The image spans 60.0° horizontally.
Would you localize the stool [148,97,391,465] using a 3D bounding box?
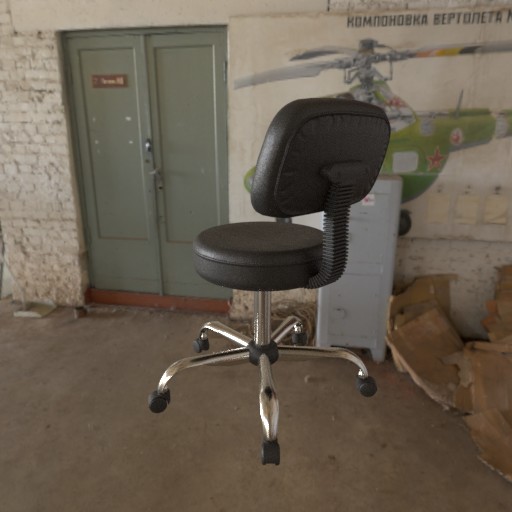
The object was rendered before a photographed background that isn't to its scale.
[{"bbox_3d":[0.000,0.000,1.318,0.673,0.862,0.648,-15,22,-41],"label":"stool"}]
